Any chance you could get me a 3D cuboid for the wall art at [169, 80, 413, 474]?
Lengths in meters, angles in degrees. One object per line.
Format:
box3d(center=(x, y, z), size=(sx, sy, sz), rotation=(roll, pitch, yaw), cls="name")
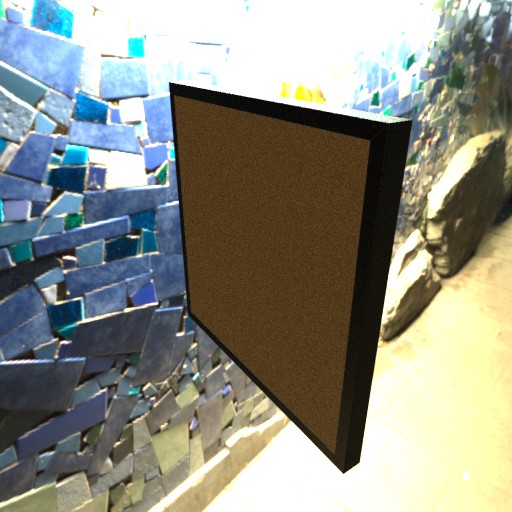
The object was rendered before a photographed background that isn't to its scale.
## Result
box3d(center=(0.000, 0.000, 0.740), size=(0.036, 0.508, 0.508), rotation=(-17, 31, -31), cls="wall art")
